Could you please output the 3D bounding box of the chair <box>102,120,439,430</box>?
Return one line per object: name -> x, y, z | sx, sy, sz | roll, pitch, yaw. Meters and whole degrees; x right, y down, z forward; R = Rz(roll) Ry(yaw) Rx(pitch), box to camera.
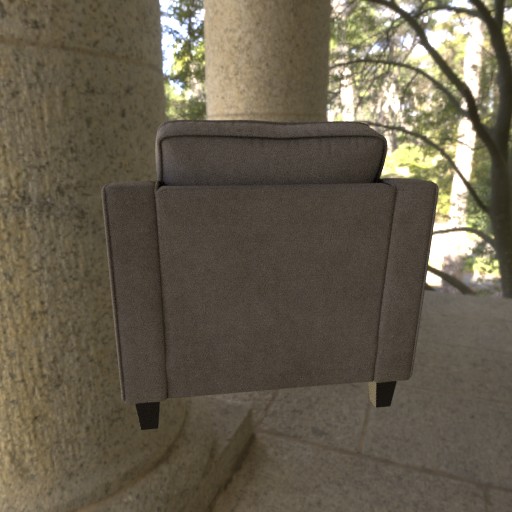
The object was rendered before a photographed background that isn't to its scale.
chair -> 0.000, 0.000, 1.653 | 0.926, 0.944, 0.840 | -2, 14, -9
